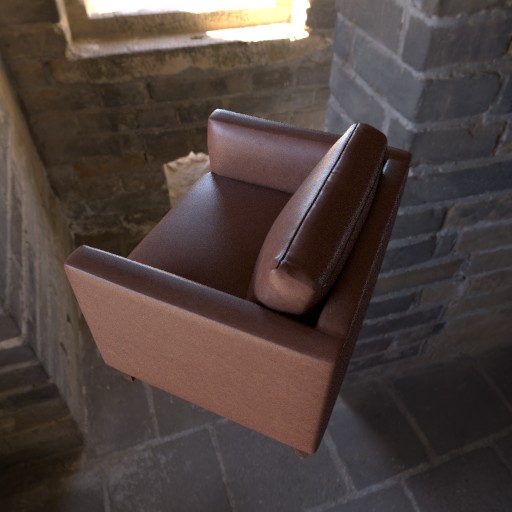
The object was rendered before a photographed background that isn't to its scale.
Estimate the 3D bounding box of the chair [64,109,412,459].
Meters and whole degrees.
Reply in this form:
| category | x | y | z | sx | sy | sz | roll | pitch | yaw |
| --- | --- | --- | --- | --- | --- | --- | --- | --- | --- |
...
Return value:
| category | x | y | z | sx | sy | sz | roll | pitch | yaw |
| --- | --- | --- | --- | --- | --- | --- | --- | --- | --- |
| chair | 0.000 | 0.000 | 1.817 | 0.959 | 0.917 | 1.107 | 18 | 48 | 16 |
